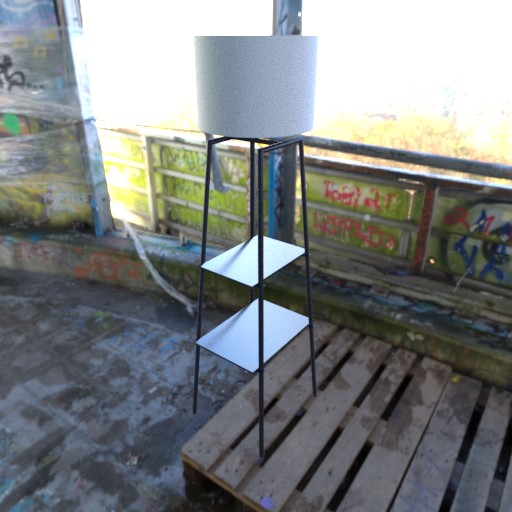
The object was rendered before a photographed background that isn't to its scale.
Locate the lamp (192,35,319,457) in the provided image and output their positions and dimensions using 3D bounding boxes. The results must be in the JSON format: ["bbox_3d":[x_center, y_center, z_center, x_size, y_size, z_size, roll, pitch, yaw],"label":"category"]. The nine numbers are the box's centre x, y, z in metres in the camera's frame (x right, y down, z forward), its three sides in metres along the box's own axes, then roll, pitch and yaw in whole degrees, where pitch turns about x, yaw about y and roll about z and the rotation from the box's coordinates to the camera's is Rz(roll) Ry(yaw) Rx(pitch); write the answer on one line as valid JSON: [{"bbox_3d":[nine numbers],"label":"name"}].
[{"bbox_3d":[0.000,0.000,1.655,0.384,1.474,0.427,19,32,33],"label":"lamp"}]
